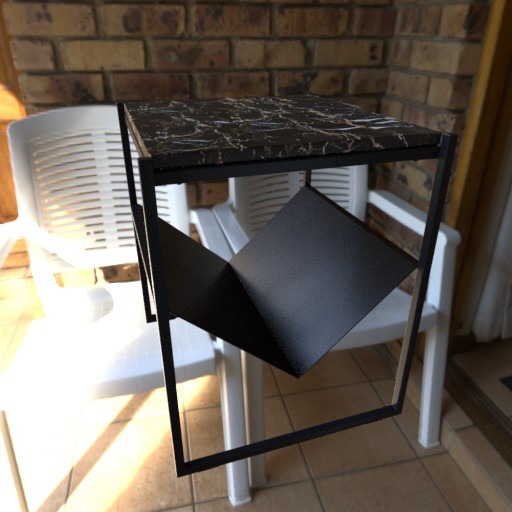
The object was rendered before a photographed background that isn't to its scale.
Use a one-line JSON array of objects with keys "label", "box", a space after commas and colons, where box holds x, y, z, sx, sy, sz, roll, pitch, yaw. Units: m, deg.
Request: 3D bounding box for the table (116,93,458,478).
[{"label": "table", "box": [0.000, 0.000, 0.868, 0.432, 0.534, 0.469, -9, 28, -16]}]
